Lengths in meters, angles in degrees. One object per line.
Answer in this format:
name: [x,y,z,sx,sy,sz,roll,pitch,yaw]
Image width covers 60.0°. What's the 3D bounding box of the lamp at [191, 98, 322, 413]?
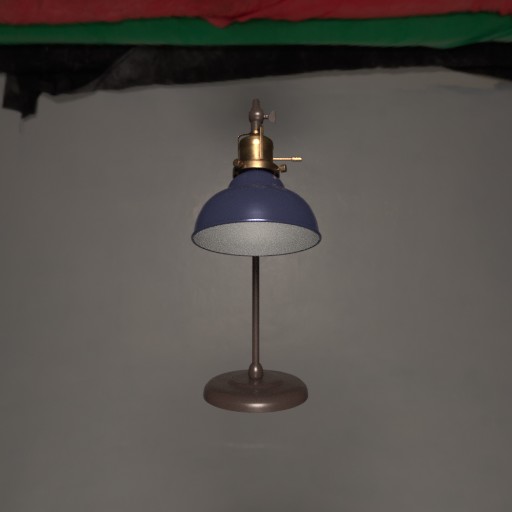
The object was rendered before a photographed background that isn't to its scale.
lamp: [0.000,0.000,0.722,0.192,0.508,0.374,0,0,0]
